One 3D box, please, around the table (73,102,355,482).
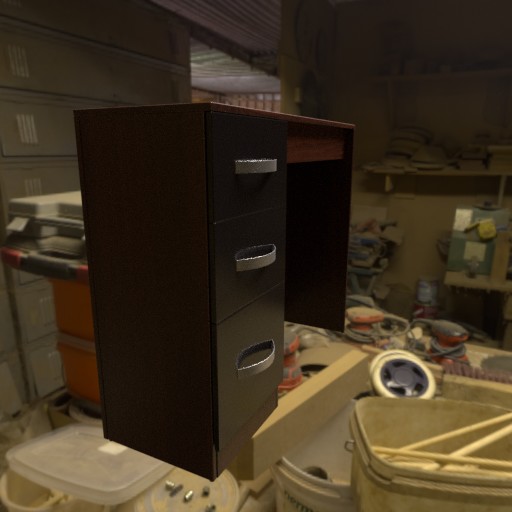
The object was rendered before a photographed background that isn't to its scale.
[{"bbox_3d":[0.000,0.000,1.336,0.380,0.790,0.930,7,15,27],"label":"table"}]
